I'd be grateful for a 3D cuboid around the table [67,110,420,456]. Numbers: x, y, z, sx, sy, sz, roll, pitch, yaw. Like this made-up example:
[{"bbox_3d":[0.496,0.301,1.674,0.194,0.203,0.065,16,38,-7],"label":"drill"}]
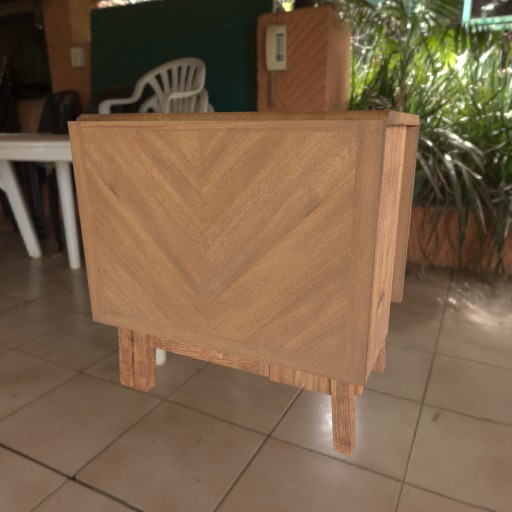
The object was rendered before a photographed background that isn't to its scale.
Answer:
[{"bbox_3d":[0.000,0.000,1.616,0.967,0.981,0.701,8,18,24],"label":"table"}]
